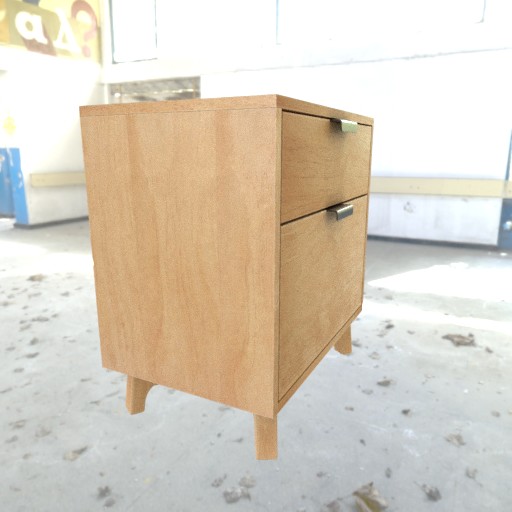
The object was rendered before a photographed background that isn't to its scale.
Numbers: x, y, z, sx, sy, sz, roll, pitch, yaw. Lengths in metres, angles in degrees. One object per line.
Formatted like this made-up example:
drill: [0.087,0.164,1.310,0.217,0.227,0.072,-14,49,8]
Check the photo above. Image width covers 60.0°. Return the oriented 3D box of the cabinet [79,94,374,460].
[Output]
cabinet: [0.000,0.000,0.973,0.394,0.599,0.551,7,15,27]
